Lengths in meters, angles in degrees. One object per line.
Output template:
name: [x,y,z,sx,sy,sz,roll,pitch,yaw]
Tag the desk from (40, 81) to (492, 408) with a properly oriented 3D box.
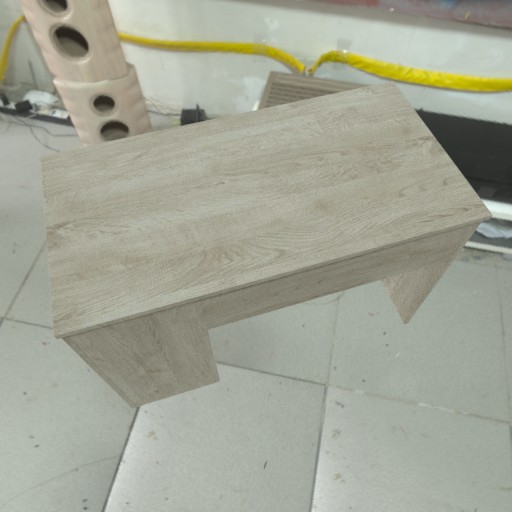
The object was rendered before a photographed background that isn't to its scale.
desk: [0.000,0.000,1.497,1.096,0.730,0.560,-15,59,-9]
